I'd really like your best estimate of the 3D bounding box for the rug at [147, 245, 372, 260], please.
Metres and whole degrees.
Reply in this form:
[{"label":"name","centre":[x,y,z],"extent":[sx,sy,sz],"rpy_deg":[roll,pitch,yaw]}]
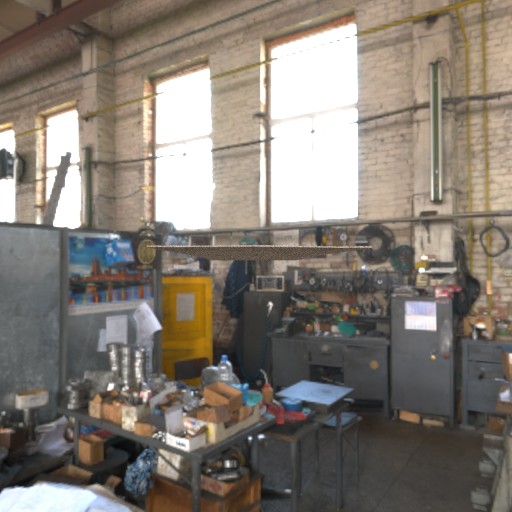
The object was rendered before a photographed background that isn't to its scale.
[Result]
[{"label":"rug","centre":[0.000,0.000,2.525],"extent":[0.697,0.013,2.335],"rpy_deg":[0,-2,-1]}]
